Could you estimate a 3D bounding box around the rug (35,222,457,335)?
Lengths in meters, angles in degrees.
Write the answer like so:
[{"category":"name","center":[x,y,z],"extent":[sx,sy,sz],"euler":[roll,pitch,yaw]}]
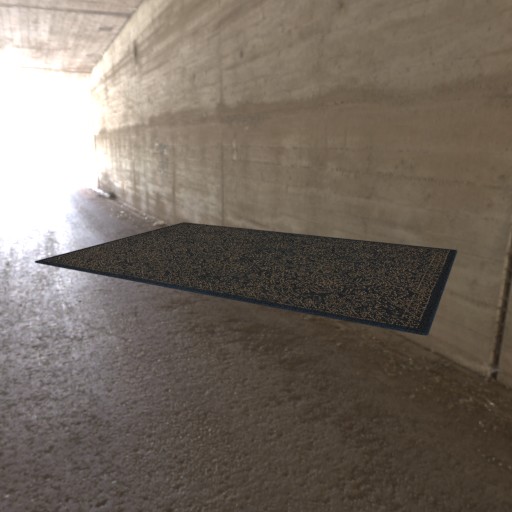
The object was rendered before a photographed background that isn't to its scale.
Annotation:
[{"category":"rug","center":[0.000,0.000,2.290],"extent":[1.829,0.010,1.219],"euler":[8,16,27]}]
